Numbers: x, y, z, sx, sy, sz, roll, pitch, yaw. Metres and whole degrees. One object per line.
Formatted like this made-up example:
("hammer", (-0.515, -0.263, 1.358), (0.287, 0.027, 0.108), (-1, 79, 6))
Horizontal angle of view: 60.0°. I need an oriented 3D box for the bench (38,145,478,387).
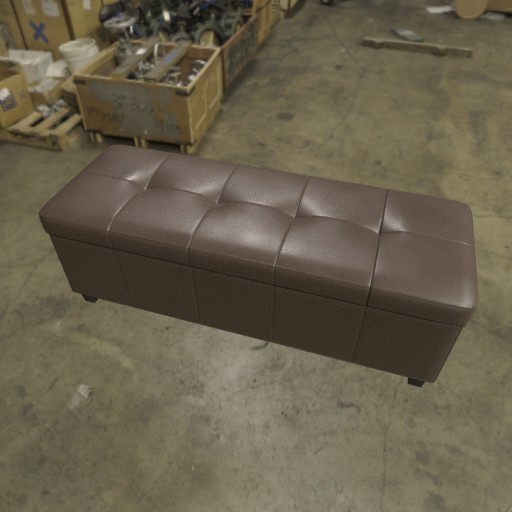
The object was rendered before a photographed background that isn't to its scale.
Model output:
("bench", (0.000, 0.000, 1.430), (1.219, 0.417, 0.450), (12, 44, 13))
